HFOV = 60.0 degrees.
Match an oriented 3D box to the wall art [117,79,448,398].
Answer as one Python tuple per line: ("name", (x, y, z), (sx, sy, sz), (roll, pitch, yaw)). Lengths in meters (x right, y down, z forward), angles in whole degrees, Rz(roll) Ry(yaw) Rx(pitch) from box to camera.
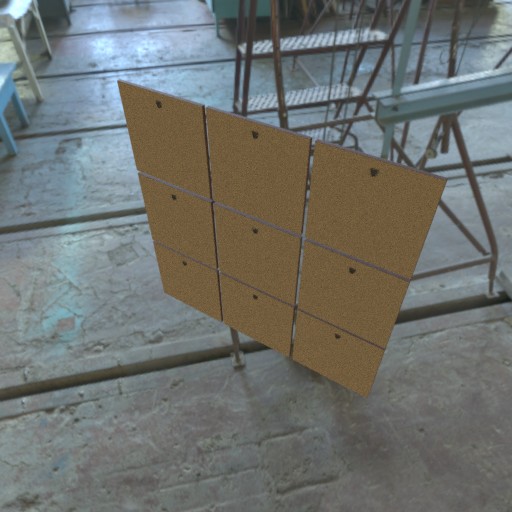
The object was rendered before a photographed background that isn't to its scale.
("wall art", (0.000, 0.000, 1.862), (1.221, 1.218, 0.024), (24, 49, 22))
